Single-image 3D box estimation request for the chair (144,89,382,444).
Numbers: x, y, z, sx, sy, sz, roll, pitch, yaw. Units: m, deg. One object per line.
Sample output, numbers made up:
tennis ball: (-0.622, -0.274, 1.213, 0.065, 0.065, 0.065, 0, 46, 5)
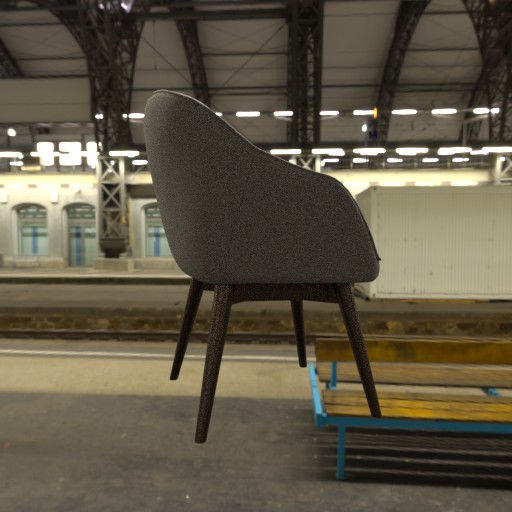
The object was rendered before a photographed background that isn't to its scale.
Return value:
chair: (0.000, 0.000, 1.262, 0.611, 0.810, 0.589, -1, 2, -18)
